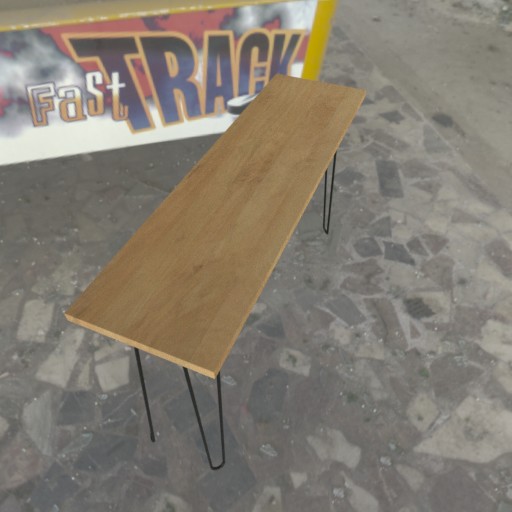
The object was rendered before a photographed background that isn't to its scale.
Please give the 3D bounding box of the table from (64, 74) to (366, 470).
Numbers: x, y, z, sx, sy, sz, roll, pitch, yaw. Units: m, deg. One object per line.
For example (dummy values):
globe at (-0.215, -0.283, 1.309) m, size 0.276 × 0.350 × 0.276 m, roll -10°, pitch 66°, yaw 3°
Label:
table at (0.000, 0.000, 1.731) m, size 0.399 × 0.799 × 1.400 m, roll 17°, pitch 49°, yaw 16°
